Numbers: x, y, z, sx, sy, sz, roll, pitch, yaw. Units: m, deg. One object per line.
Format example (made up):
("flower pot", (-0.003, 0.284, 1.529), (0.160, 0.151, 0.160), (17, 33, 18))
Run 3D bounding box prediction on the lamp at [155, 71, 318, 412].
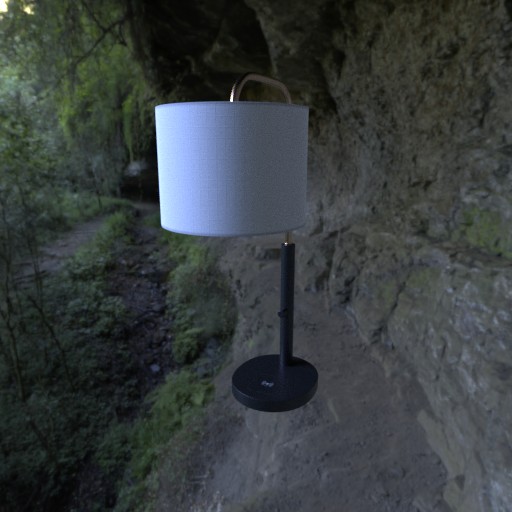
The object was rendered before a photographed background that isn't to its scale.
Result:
("lamp", (0.000, 0.000, 0.697), (0.199, 0.540, 0.337), (7, 16, 26))
